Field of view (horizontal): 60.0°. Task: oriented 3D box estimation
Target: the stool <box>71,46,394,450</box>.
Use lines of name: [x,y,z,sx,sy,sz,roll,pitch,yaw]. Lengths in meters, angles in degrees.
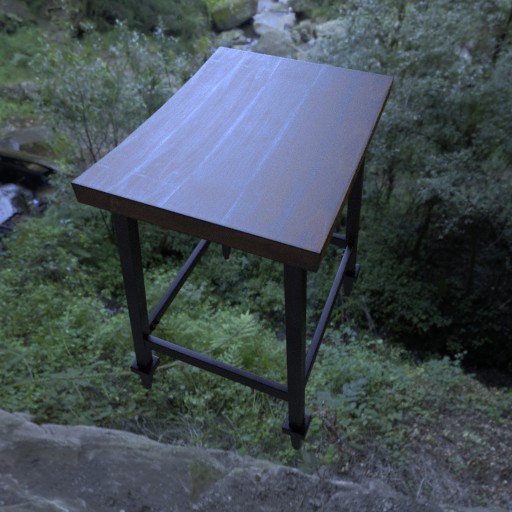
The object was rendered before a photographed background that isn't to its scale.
stool: [0.000,0.000,0.926,0.405,0.625,0.486,17,50,15]
